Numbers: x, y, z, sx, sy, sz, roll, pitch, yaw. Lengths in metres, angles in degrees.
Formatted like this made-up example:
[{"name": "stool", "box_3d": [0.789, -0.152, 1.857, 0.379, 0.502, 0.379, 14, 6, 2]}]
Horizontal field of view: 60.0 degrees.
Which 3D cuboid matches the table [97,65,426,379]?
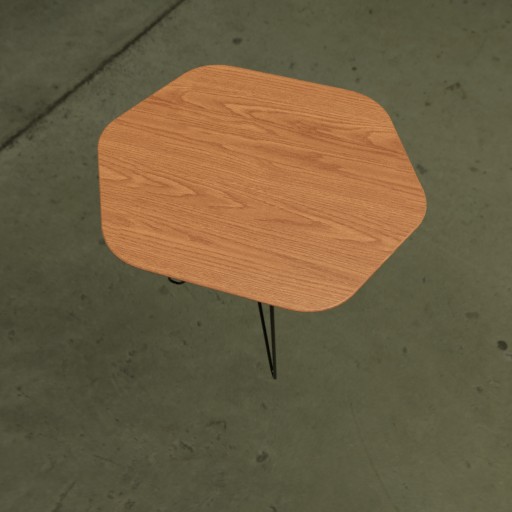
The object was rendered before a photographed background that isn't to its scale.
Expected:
[{"name": "table", "box_3d": [0.000, 0.000, 0.904, 0.500, 0.562, 0.400, 15, 64, 7]}]
